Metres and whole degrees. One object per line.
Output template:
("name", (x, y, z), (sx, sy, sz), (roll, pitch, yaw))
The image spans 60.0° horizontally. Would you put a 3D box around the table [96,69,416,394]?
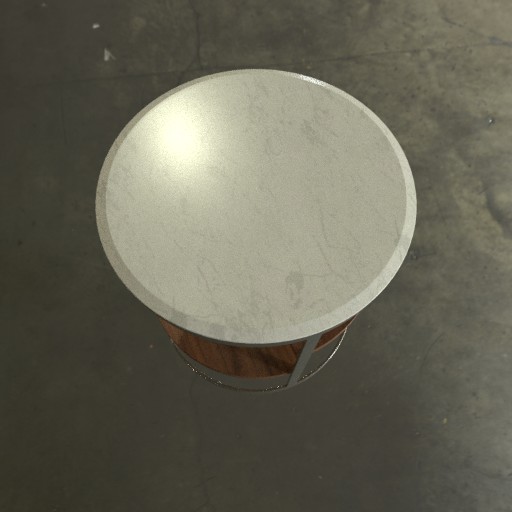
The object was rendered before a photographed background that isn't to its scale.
("table", (0.000, 0.000, 0.766), (0.407, 0.447, 0.407), (0, 65, 0))
